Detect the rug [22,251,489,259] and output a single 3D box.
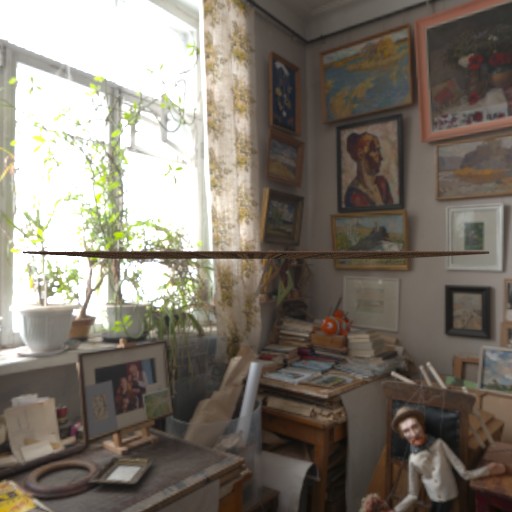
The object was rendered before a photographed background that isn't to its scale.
[{"bbox_3d":[0.000,0.000,3.068,2.438,0.014,1.523,0,-1,0],"label":"rug"}]
